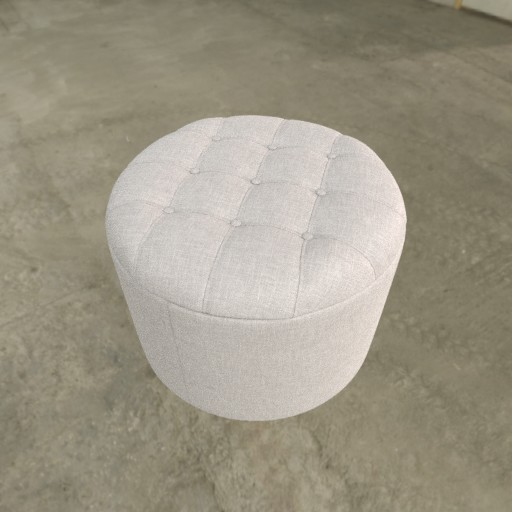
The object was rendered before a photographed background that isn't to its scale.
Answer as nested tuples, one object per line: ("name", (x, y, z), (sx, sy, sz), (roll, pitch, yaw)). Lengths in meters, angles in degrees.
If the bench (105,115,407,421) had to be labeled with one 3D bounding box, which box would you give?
("bench", (0.000, 0.000, 1.014), (0.600, 0.453, 0.600), (0, 46, 0))
